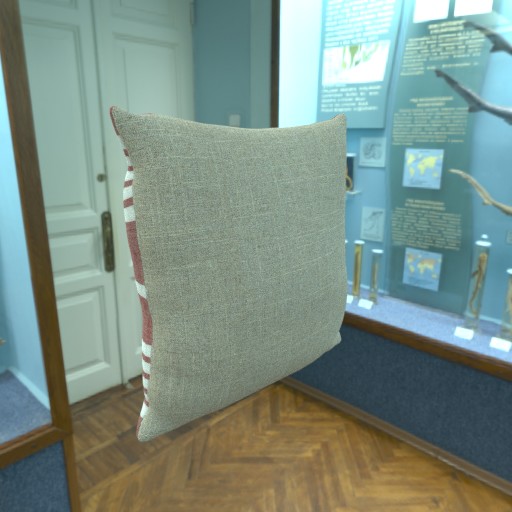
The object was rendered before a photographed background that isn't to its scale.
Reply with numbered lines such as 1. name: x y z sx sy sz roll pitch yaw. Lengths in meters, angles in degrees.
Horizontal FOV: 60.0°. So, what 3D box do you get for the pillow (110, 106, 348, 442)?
1. pillow: 0.000 0.000 0.674 0.439 0.427 0.182 -14 20 -42
